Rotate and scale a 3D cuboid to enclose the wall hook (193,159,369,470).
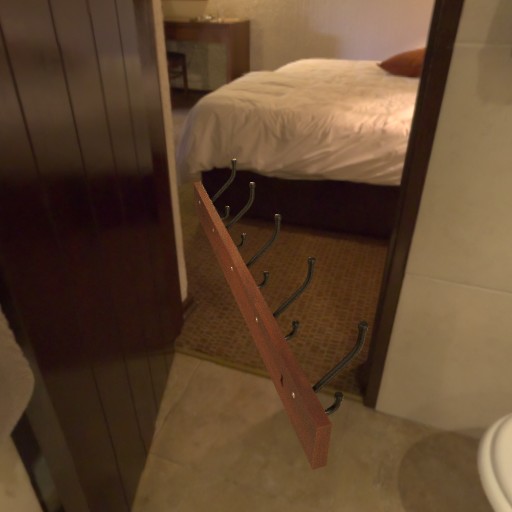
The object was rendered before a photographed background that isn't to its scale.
[{"bbox_3d":[0.000,0.000,0.620,0.071,0.117,0.571,-9,33,-15],"label":"wall hook"}]
